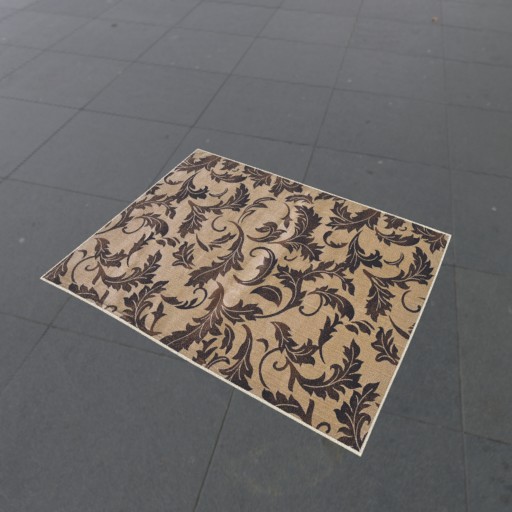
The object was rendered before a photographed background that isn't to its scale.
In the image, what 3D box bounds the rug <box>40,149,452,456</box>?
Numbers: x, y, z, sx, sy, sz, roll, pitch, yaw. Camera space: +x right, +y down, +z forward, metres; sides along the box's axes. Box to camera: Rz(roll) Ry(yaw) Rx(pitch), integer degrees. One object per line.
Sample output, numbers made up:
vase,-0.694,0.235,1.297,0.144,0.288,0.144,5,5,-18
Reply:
rug,0.000,0.000,4.044,2.977,0.008,2.380,23,50,20
